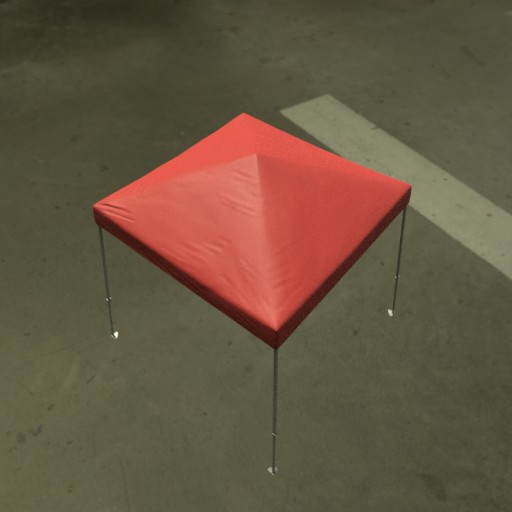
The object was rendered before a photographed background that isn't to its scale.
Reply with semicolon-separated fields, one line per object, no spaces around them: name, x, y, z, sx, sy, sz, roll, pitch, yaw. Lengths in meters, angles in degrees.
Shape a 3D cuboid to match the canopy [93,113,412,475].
canopy;0.000;0.000;5.235;2.849;2.849;2.848;31;55;25
